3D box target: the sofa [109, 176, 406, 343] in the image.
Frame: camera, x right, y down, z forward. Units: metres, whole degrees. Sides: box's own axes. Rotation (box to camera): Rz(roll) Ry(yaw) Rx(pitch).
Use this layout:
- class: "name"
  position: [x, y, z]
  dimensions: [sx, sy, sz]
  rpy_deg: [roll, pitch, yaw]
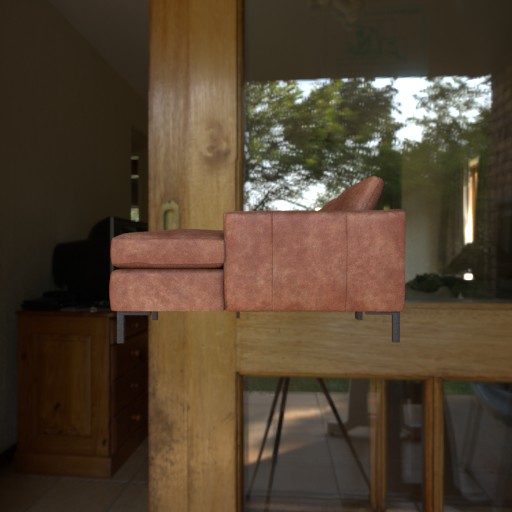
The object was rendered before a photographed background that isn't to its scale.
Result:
- class: "sofa"
  position: [0.000, 0.000, 3.651]
  dimensions: [1.471, 0.859, 2.993]
  rpy_deg: [0, 0, 0]
